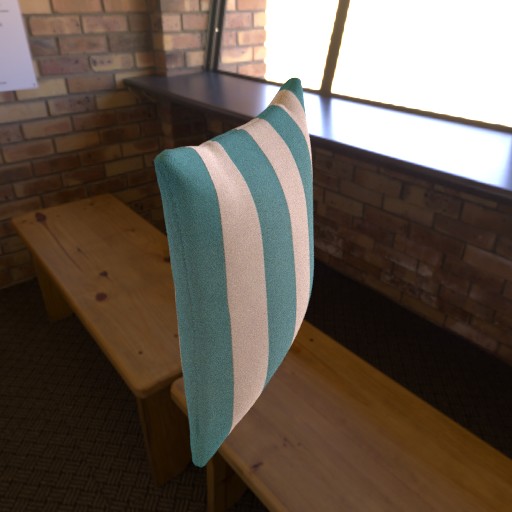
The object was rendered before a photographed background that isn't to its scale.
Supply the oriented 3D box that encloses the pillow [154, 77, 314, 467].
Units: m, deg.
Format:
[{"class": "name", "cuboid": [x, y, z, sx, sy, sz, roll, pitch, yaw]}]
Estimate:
[{"class": "pillow", "cuboid": [0.000, 0.000, 0.784, 0.189, 0.526, 0.536, 10, 32, 16]}]
